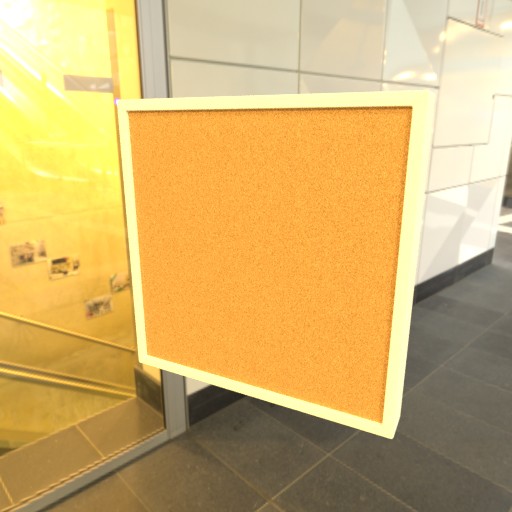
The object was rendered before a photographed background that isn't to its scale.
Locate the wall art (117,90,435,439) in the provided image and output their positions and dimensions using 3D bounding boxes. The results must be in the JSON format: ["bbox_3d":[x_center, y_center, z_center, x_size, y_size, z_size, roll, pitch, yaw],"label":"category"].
[{"bbox_3d":[0.000,0.000,0.450,0.305,0.305,0.038,8,19,26],"label":"wall art"}]
